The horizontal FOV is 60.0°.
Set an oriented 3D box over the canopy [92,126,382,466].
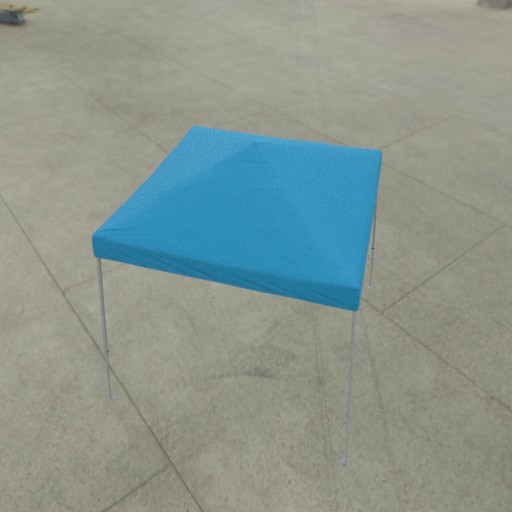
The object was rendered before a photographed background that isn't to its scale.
[{"bbox_3d":[0.000,0.000,6.446,3.600,3.600,3.599,11,42,12],"label":"canopy"}]
